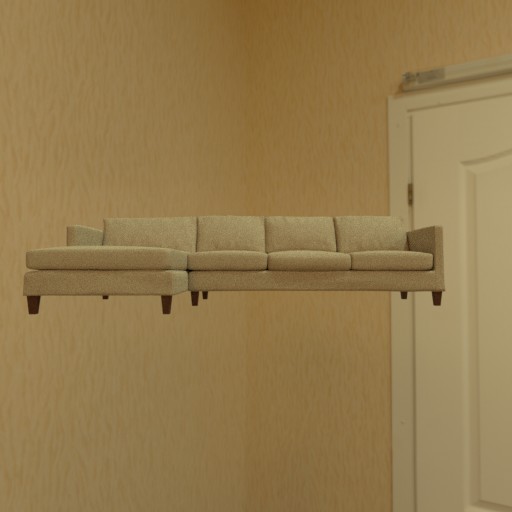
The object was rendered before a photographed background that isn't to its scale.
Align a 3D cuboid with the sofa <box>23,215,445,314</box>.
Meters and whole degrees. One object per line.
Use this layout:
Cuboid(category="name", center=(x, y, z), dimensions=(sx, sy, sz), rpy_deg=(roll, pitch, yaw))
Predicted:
Cuboid(category="sofa", center=(0.000, 0.000, 3.824), dimensions=(3.186, 0.846, 1.625), rpy_deg=(0, -2, -1))
